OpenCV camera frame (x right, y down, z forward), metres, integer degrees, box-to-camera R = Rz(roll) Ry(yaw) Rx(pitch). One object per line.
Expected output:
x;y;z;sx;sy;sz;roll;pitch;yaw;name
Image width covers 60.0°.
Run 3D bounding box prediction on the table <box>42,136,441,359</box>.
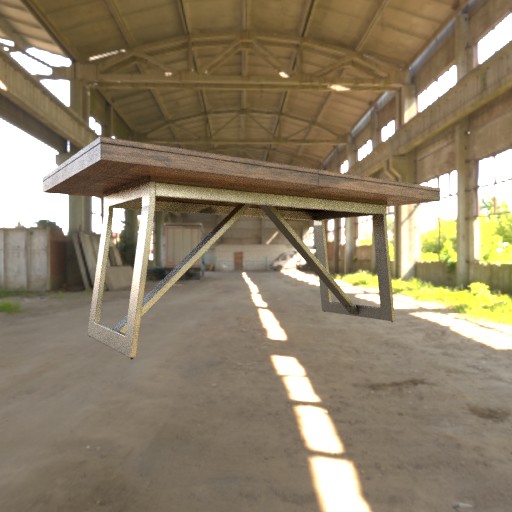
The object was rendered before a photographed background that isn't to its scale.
0.000;0.000;2.306;1.867;0.757;0.931;0;0;-36;table
